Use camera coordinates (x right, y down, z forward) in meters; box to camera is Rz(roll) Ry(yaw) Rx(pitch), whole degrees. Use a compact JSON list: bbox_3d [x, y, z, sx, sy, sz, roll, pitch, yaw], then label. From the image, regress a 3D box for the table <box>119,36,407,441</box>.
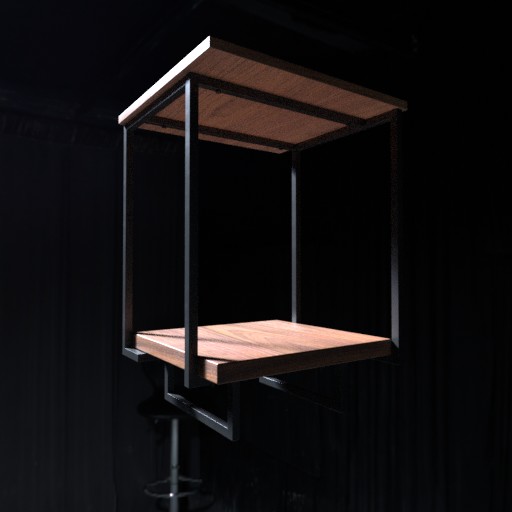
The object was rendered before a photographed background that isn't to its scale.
[{"bbox_3d":[0.000,0.000,0.849,0.411,0.567,0.384,1,-2,-35],"label":"table"}]
